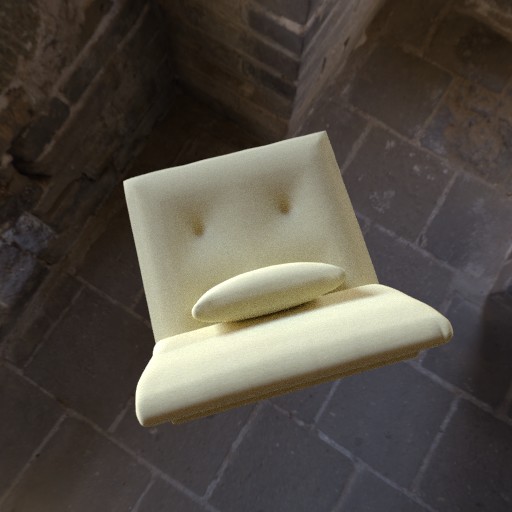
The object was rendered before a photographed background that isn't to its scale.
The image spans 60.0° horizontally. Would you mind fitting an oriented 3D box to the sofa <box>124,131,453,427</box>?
[{"bbox_3d":[0.000,0.000,1.699,0.930,0.820,1.000,-15,75,-4],"label":"sofa"}]
